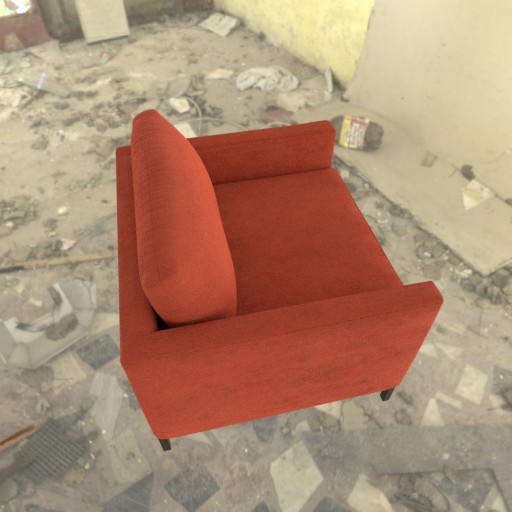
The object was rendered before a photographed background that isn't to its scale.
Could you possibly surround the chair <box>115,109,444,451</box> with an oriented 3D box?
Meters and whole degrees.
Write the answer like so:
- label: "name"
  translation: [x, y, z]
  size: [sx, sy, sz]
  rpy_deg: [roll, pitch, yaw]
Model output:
- label: "chair"
  translation: [0.000, 0.000, 1.573]
  size: [0.875, 0.812, 0.964]
  rpy_deg: [-10, 48, -9]
